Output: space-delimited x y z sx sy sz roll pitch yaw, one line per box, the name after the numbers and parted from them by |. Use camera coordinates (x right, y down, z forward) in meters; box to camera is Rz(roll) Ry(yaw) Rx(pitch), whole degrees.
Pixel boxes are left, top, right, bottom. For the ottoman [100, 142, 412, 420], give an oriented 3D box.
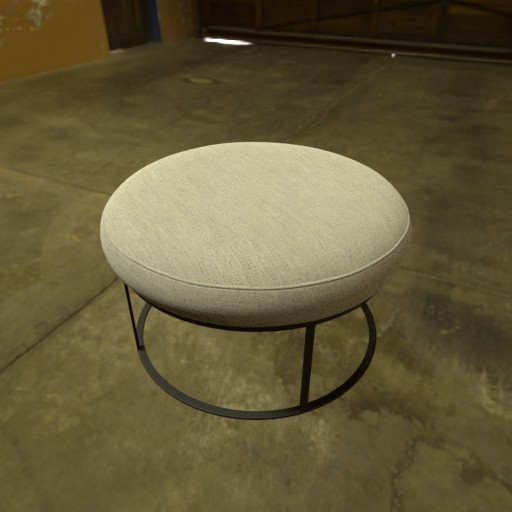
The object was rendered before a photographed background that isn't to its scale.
0.000 0.000 1.212 0.769 0.459 0.769 0 33 0 | ottoman
